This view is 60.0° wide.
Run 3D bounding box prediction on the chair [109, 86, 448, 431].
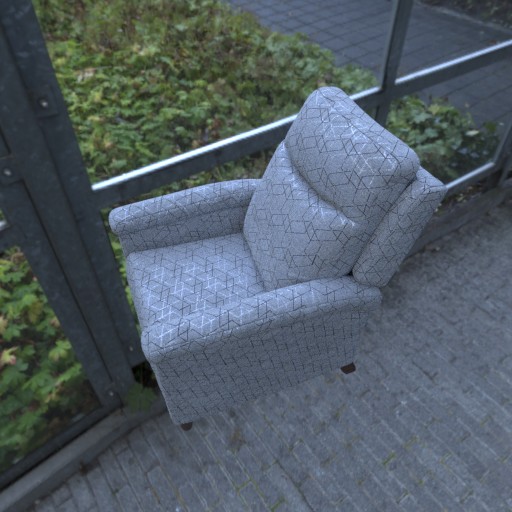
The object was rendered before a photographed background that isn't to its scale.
[{"bbox_3d":[0.000,0.000,1.720,0.987,1.048,0.753,-16,48,-15],"label":"chair"}]
